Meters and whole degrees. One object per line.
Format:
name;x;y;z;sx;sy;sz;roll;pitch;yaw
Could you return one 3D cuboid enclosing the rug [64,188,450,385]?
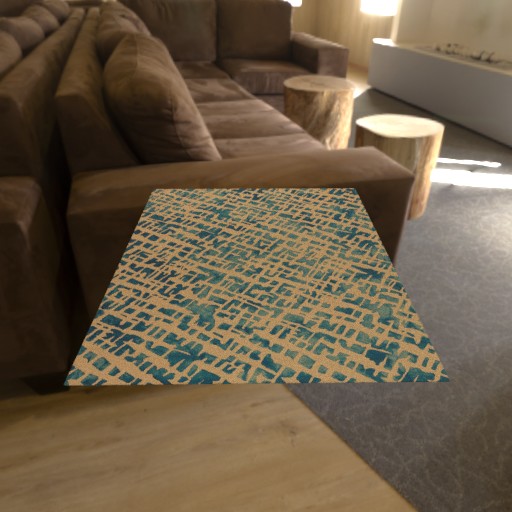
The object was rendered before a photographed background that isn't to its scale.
rug;0.000;0.000;4.054;2.435;0.007;3.007;0;32;0
